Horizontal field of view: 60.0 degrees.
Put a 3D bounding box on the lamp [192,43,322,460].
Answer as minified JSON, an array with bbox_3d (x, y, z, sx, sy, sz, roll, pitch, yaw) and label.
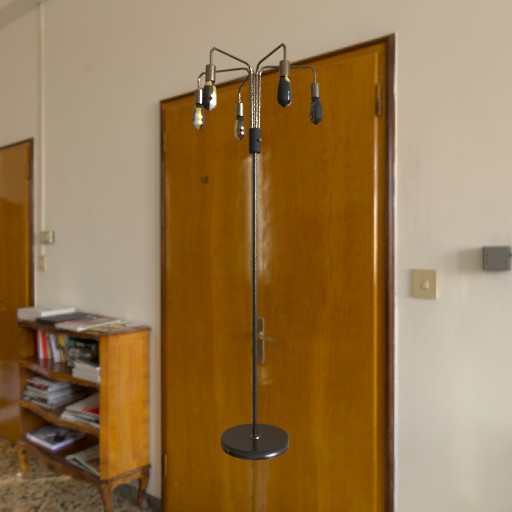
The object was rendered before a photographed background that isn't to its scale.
[{"bbox_3d":[0.000,0.000,2.023,0.599,1.721,0.572,0,1,0],"label":"lamp"}]
